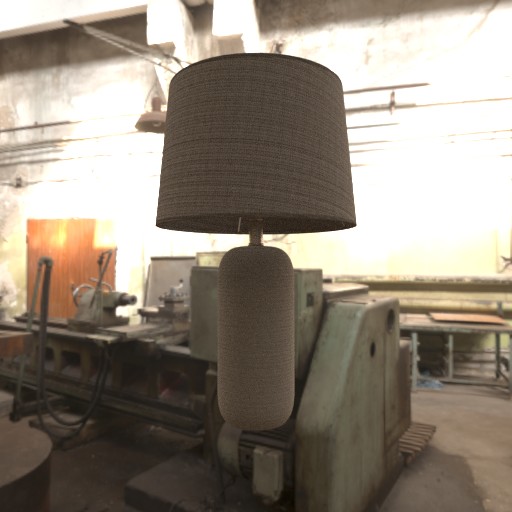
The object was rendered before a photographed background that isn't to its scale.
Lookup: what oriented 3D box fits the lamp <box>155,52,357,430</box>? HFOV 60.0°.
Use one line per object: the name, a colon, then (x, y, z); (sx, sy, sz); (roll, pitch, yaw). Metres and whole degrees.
lamp: (0.000, 0.000, 0.823); (0.367, 0.609, 0.367); (0, -1, 0)
